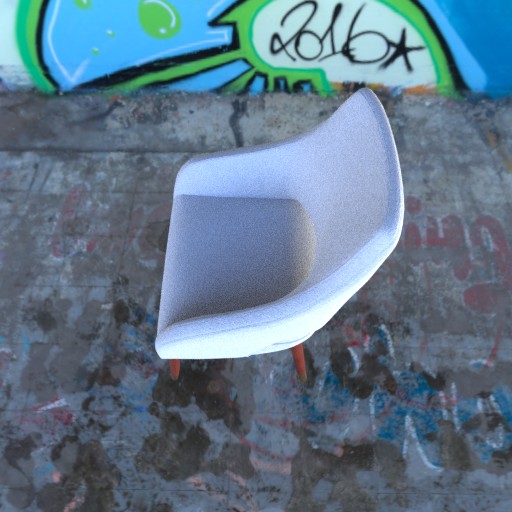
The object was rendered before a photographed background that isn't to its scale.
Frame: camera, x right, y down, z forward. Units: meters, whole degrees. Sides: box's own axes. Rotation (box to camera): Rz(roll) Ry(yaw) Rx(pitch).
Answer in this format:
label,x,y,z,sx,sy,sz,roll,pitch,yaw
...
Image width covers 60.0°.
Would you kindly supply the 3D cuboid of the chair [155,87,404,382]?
label,x,y,z,sx,sy,sz,roll,pitch,yaw
chair,0.000,0.000,1.310,0.600,0.889,0.609,0,59,0
